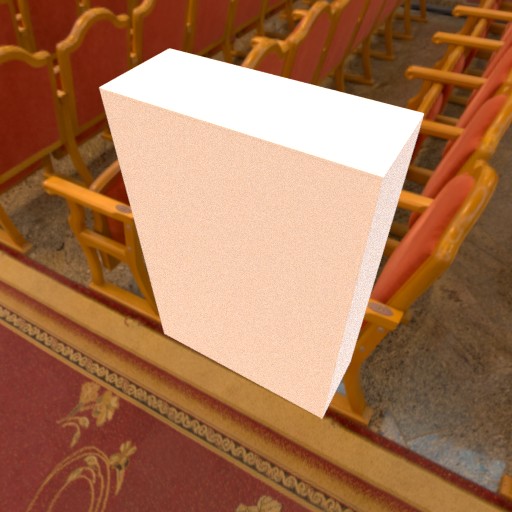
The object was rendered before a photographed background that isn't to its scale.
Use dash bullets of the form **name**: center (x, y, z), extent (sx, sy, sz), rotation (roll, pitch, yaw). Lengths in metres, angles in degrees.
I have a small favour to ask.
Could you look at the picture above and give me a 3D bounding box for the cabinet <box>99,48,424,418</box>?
- **cabinet**: center (0.000, 0.000, 2.554), extent (1.290, 1.910, 0.510), rotation (23, 51, 20)
